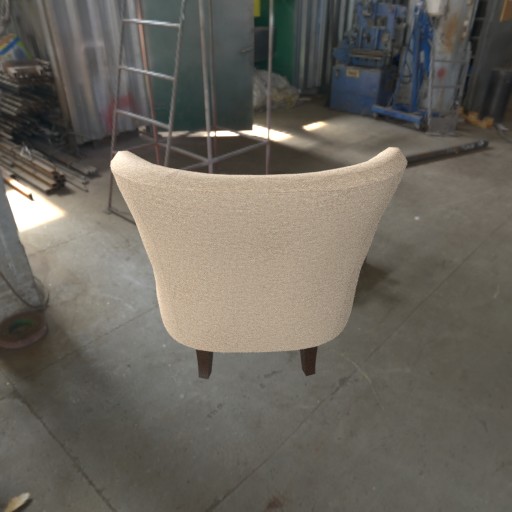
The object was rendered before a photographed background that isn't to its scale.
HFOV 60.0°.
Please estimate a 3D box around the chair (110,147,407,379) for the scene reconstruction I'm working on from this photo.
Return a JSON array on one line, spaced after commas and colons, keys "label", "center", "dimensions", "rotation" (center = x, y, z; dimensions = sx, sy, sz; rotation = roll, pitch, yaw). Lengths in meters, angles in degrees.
[{"label": "chair", "center": [0.000, 0.000, 1.767], "dimensions": [0.861, 1.064, 0.984], "rotation": [-1, 32, -2]}]
